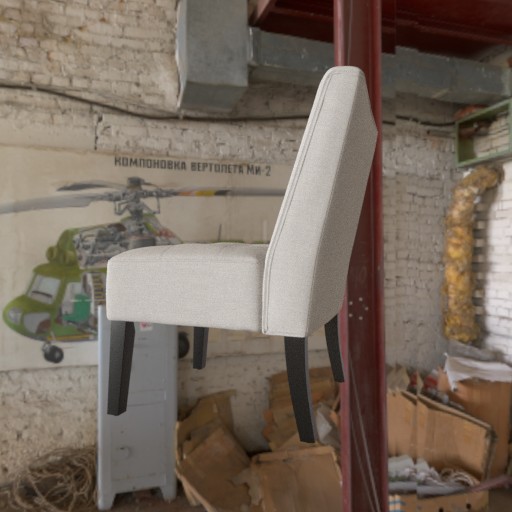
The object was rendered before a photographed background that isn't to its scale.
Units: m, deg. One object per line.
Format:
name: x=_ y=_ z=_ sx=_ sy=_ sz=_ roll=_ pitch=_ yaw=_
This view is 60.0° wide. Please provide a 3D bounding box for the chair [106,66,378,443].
chair: x=0.000 y=0.000 z=1.328 sx=0.676 sy=0.853 sz=0.569 roll=0 pitch=0 yaw=19
